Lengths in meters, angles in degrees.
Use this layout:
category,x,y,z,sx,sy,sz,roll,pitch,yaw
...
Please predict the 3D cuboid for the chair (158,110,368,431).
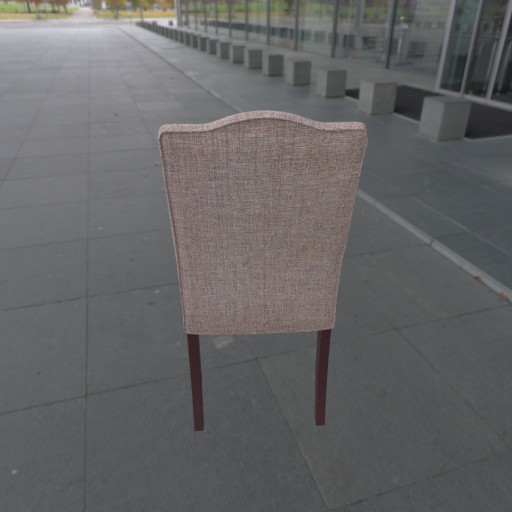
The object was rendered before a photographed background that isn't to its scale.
category,x,y,z,sx,sy,sz,roll,pitch,yaw
chair,0.000,0.000,1.410,0.513,1.016,0.660,-2,29,-3
